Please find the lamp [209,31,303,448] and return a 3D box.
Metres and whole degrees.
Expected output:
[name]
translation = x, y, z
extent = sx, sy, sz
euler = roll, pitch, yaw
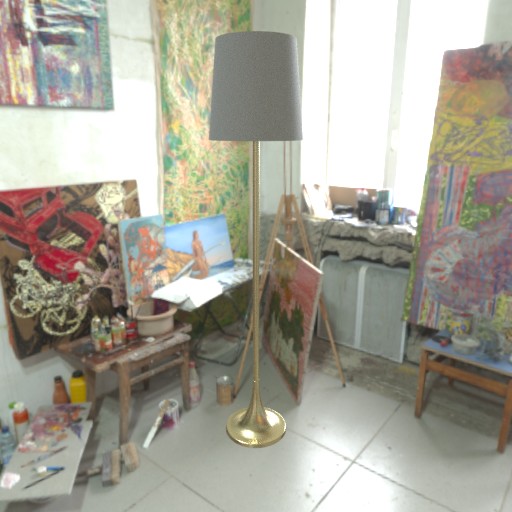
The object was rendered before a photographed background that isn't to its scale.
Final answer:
[lamp]
translation = 0.000, 0.000, 1.707
extent = 0.337, 1.543, 0.337
euler = 0, 16, 0
